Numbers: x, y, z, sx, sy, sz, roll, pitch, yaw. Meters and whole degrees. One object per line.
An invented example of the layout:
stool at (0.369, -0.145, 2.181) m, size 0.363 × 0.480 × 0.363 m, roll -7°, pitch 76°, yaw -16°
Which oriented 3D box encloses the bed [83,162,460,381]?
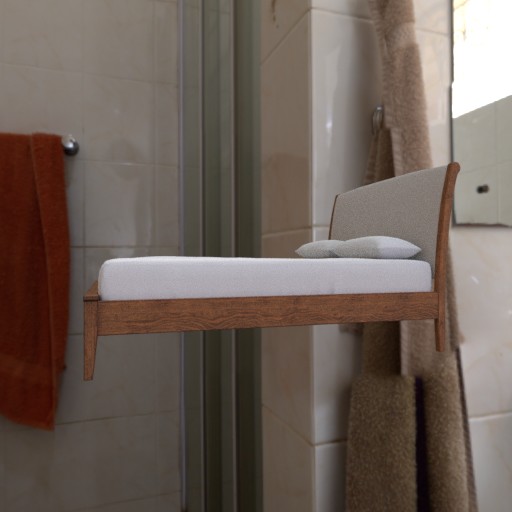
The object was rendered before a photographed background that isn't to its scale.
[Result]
bed at (0.000, 0.000, 3.017) m, size 2.108 × 1.135 × 1.502 m, roll 0°, pitch 0°, yaw -18°
